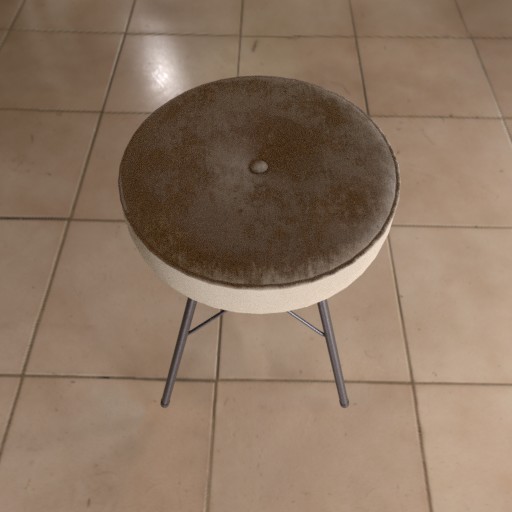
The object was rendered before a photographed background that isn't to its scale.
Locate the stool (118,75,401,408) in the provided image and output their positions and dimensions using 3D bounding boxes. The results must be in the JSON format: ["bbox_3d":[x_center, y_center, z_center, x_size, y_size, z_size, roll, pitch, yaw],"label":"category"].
[{"bbox_3d":[0.000,0.000,0.862,0.423,0.538,0.457,0,59,0],"label":"stool"}]
